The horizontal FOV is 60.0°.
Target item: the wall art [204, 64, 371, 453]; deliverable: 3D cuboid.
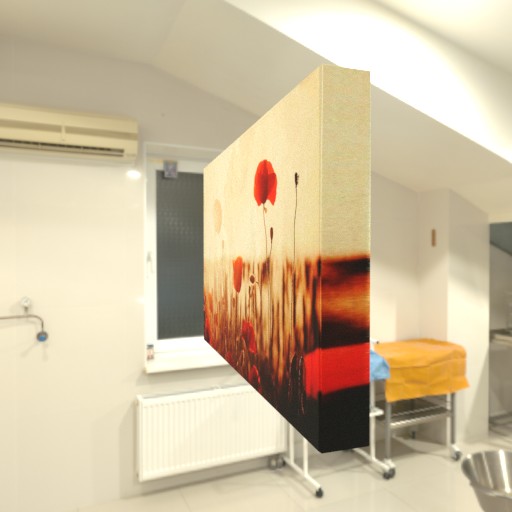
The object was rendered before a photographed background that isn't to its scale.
[{"bbox_3d":[0.000,0.000,0.472,0.037,0.251,0.383,0,1,-18],"label":"wall art"}]
